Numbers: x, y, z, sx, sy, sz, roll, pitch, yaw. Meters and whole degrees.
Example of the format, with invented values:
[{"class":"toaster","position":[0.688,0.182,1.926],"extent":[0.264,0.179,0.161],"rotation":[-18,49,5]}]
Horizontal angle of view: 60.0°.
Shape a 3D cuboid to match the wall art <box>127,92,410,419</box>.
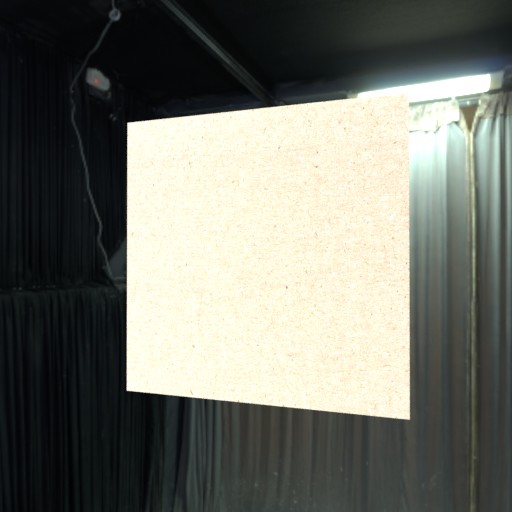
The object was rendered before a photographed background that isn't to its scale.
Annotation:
[{"class":"wall art","position":[0.000,0.000,1.182],"extent":[0.773,0.775,0.031],"rotation":[0,-1,18]}]
